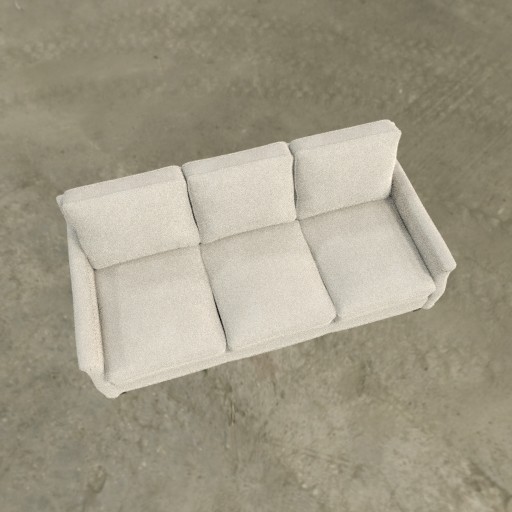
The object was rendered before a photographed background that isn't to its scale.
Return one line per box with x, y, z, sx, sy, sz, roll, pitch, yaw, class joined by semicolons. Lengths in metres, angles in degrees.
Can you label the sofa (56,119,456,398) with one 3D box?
0.000;0.000;2.820;2.246;1.003;1.084;-14;63;-7;sofa
